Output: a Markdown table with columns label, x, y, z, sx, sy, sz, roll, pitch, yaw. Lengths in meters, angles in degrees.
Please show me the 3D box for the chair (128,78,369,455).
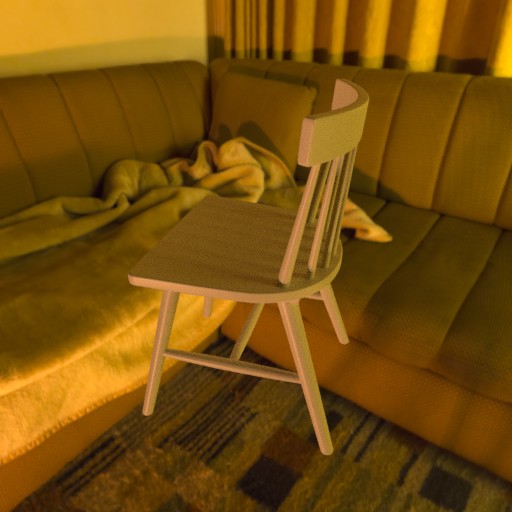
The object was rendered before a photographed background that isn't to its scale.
| label | x | y | z | sx | sy | sz | roll | pitch | yaw |
| --- | --- | --- | --- | --- | --- | --- | --- | --- | --- |
| chair | 0.000 | 0.000 | 1.112 | 0.500 | 0.787 | 0.483 | 8 | 30 | 13 |
